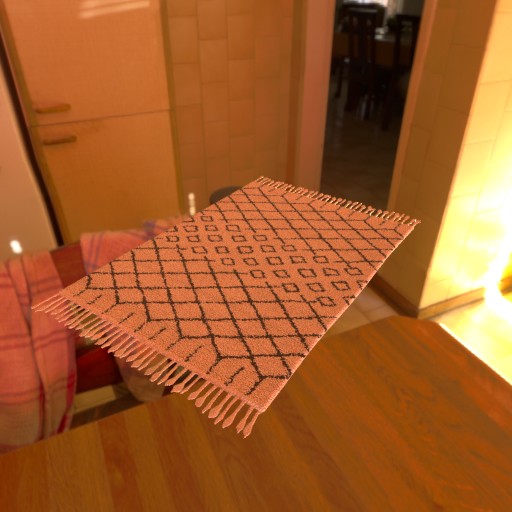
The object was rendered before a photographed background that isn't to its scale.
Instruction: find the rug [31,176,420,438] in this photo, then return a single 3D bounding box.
[{"bbox_3d":[0.000,0.000,3.293,1.664,0.029,2.615,21,38,29],"label":"rug"}]
